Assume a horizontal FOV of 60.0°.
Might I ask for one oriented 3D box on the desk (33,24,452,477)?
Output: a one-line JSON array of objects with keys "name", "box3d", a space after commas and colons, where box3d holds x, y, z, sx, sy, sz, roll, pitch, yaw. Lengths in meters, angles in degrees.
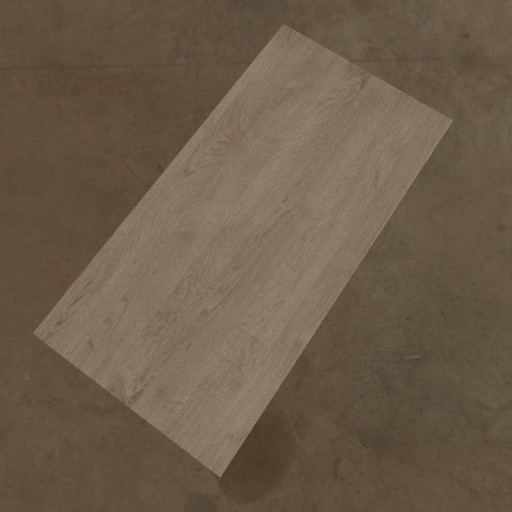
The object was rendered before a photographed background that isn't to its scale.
[{"name": "desk", "box3d": [0.000, 0.000, 1.500, 0.560, 0.730, 1.096, 34, 78, 8]}]
